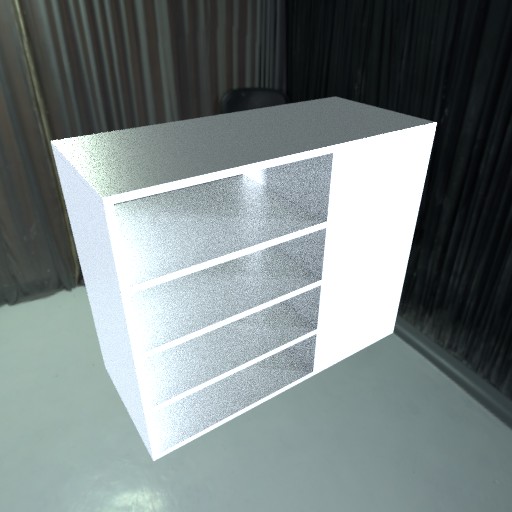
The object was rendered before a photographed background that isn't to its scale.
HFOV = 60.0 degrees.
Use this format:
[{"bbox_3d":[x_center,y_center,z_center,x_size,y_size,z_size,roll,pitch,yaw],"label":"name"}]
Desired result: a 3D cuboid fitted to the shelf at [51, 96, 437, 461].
[{"bbox_3d":[0.000,0.000,1.300,0.895,0.732,0.396,-19,36,-28],"label":"shelf"}]
